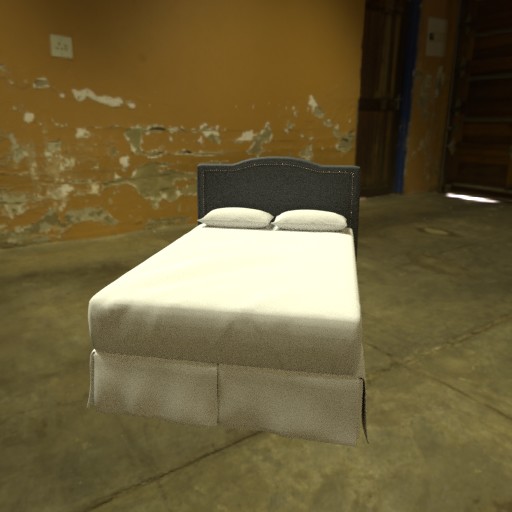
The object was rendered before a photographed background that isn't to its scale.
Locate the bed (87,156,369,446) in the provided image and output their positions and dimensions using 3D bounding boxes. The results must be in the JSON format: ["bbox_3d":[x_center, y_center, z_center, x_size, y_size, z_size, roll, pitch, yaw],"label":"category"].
[{"bbox_3d":[0.000,0.000,3.569,1.747,1.441,2.507,3,16,10],"label":"bed"}]
